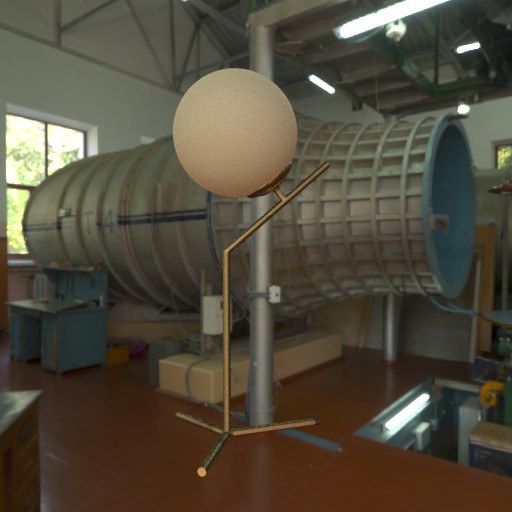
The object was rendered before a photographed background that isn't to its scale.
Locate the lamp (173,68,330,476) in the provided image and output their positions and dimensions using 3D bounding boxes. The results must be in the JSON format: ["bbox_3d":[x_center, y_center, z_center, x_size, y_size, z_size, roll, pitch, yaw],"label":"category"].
[{"bbox_3d":[0.000,0.000,0.683,0.251,0.552,0.210,0,1,-18],"label":"lamp"}]
